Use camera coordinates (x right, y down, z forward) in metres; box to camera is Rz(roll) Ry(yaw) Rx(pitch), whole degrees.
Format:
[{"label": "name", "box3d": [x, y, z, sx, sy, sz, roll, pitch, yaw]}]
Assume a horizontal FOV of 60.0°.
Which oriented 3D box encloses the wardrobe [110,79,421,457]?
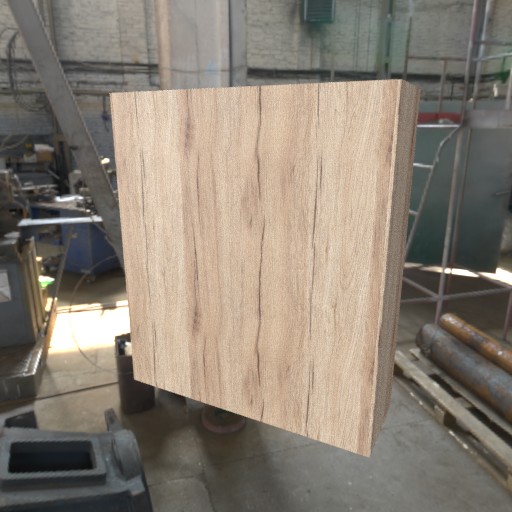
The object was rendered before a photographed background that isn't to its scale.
[{"label": "wardrobe", "box3d": [0.000, 0.000, 2.959, 1.810, 2.070, 0.580, 8, 18, 27]}]
